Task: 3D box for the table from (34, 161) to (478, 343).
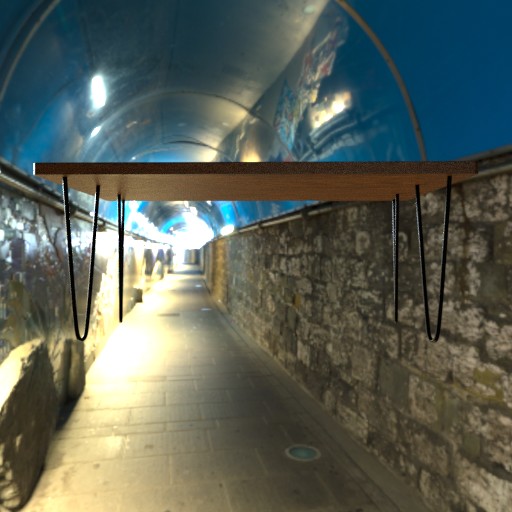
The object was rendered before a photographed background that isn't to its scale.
[{"bbox_3d":[0.000,0.000,2.207,1.791,0.753,0.883,0,0,1],"label":"table"}]
